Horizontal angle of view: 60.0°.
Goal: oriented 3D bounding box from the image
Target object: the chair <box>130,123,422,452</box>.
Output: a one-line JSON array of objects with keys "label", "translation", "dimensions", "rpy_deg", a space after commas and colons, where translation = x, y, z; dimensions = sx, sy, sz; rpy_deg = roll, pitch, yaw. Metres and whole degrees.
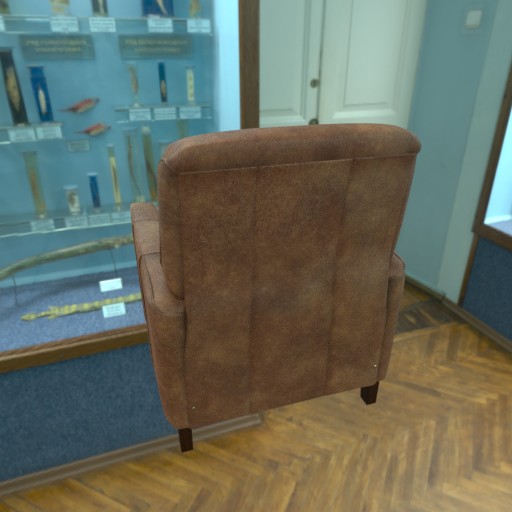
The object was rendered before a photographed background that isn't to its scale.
[{"label": "chair", "translation": [0.000, 0.000, 1.633], "dimensions": [0.843, 1.043, 0.836], "rpy_deg": [-8, 27, -16]}]
